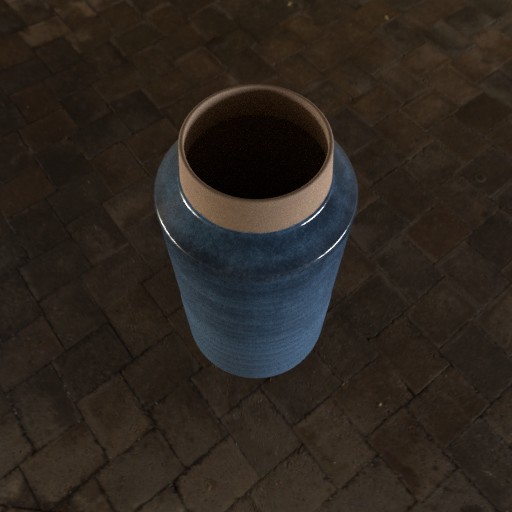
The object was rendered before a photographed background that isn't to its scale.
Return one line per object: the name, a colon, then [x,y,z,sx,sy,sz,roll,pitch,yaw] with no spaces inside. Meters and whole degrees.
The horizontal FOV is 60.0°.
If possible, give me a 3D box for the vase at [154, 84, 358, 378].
vase: [0.000,0.000,0.413,0.163,0.316,0.163,0,63,0]
